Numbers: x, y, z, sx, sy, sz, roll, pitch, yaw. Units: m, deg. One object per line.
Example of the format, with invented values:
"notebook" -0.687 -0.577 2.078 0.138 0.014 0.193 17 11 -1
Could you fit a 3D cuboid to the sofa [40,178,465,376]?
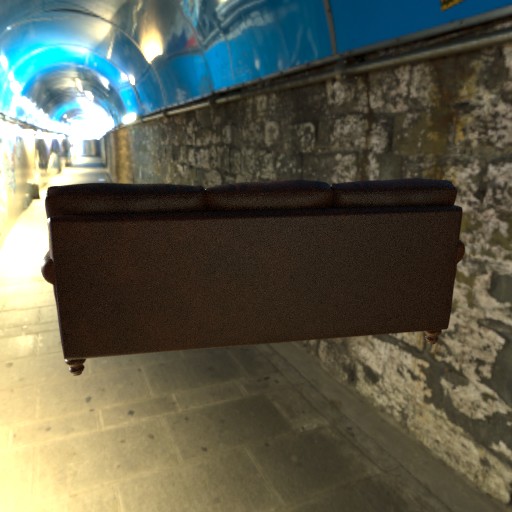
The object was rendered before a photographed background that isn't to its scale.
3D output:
"sofa" 0.000 0.000 2.777 2.351 0.977 0.973 -3 14 -10
